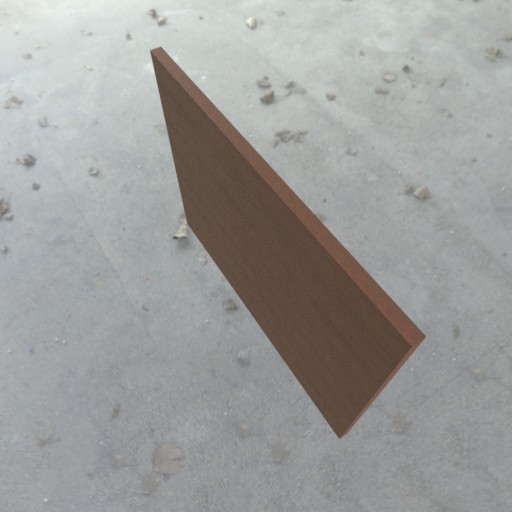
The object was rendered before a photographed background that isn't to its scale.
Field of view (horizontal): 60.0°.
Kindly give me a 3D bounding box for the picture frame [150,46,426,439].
[{"bbox_3d":[0.000,0.000,1.710,0.045,1.018,1.329,-28,61,-17],"label":"picture frame"}]
